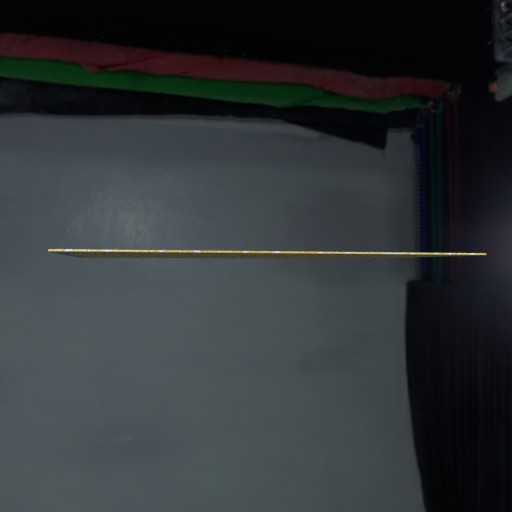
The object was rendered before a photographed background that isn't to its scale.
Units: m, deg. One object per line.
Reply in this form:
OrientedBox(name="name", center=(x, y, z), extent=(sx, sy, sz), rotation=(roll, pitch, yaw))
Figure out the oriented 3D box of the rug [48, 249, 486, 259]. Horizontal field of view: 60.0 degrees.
OrientedBox(name="rug", center=(0.000, 0.000, 2.321), extent=(1.829, 0.010, 1.213), rotation=(0, -1, -17))
